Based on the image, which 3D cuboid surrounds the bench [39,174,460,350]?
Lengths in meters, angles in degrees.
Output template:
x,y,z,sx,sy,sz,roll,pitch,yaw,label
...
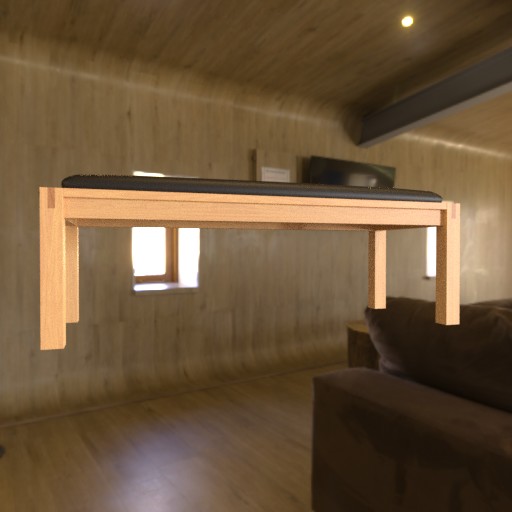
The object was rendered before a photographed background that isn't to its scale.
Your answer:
x,y,z,sx,sy,sz,roll,pitch,yaw,label
0.000,0.000,1.428,1.202,0.430,0.450,0,1,-17,bench
